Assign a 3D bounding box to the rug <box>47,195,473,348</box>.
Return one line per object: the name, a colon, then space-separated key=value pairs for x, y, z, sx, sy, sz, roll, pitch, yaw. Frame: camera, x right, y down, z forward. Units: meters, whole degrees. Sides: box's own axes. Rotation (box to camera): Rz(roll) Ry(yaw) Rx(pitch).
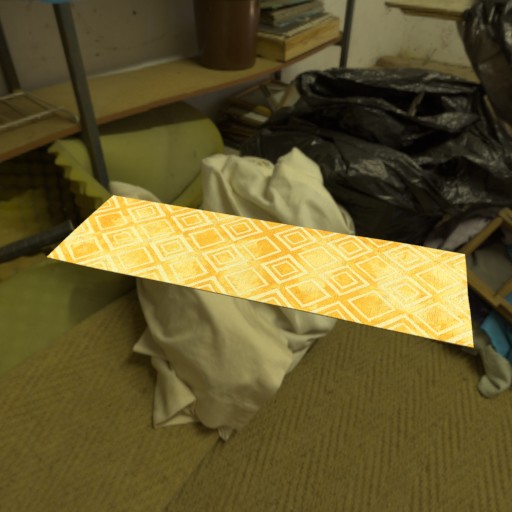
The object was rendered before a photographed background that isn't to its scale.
rug: x=0.000 y=0.000 z=2.703 sx=2.438 sy=0.010 sz=0.775 roll=11 pitch=40 yaw=13
